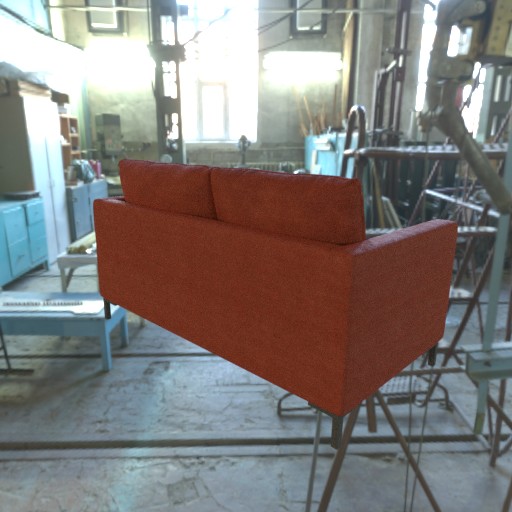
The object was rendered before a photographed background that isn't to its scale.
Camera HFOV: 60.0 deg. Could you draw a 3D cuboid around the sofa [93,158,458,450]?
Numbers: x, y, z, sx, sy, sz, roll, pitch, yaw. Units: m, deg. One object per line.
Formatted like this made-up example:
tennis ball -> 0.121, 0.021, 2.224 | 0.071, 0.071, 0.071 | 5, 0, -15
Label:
sofa -> 0.000, 0.000, 2.133 | 1.574, 0.896, 0.864 | 14, 20, 42
